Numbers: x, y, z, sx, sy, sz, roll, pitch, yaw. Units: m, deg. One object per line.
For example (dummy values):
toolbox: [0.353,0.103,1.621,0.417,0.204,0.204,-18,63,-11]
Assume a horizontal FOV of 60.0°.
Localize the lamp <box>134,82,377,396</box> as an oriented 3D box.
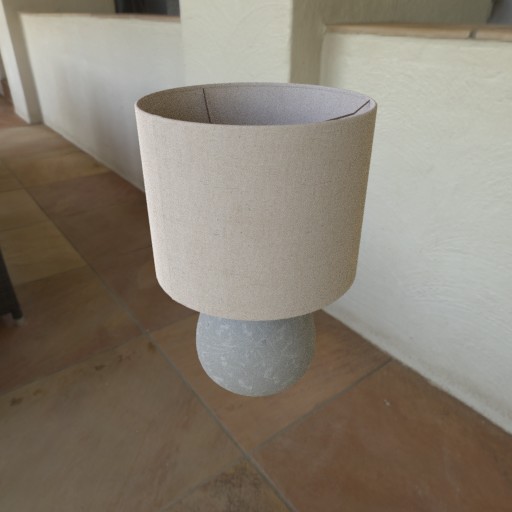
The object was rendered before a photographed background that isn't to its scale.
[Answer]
lamp: [0.000,0.000,0.603,0.269,0.409,0.269,-18,34,-29]
